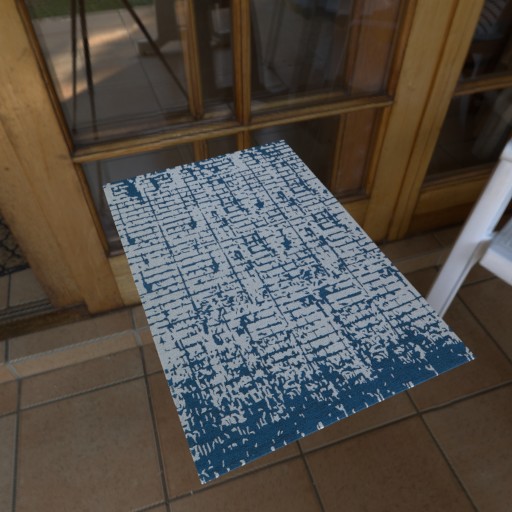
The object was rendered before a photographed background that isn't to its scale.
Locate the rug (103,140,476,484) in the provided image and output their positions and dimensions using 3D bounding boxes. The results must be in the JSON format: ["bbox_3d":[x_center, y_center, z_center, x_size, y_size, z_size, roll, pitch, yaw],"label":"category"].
[{"bbox_3d":[0.000,0.000,2.272,1.220,0.007,1.828,-18,49,-16],"label":"rug"}]
